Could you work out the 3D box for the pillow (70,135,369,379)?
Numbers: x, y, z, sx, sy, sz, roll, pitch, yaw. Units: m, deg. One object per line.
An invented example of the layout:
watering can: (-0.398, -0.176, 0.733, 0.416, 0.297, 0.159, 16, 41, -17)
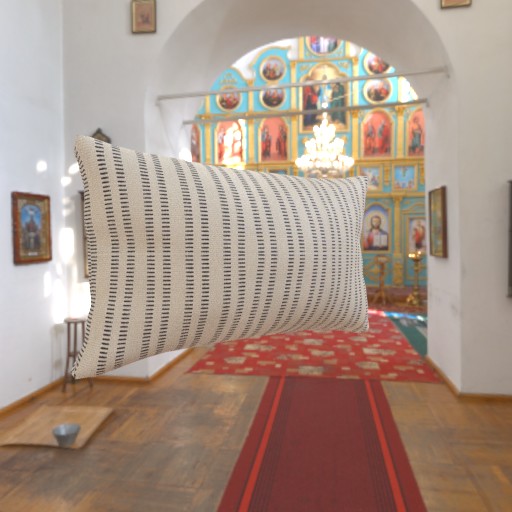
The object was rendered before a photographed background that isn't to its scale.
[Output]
pillow: (0.000, 0.000, 0.814, 0.640, 0.353, 0.210, -1, 1, -36)
